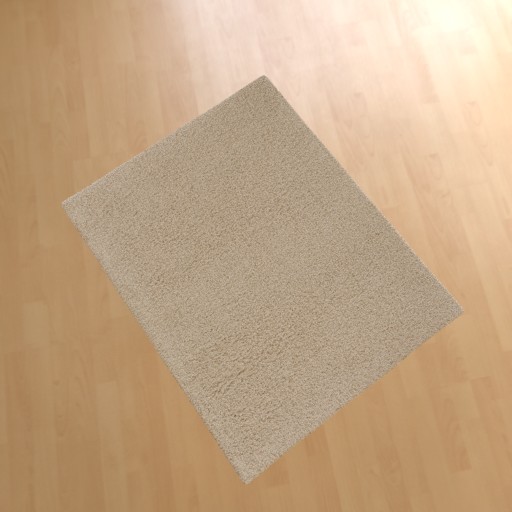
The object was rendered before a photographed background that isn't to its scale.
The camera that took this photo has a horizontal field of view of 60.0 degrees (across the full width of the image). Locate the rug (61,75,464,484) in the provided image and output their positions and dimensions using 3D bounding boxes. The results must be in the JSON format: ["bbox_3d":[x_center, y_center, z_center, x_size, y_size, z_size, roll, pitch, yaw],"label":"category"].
[{"bbox_3d":[0.000,0.000,4.120,2.438,0.029,3.047,-35,78,-8],"label":"rug"}]
